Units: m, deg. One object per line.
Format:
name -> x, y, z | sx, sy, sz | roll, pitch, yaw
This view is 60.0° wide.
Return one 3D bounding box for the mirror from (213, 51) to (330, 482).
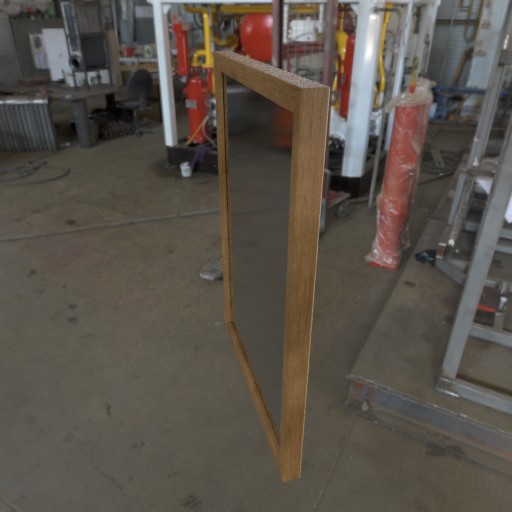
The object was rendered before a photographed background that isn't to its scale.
mirror -> 0.000, 0.000, 0.888 | 0.040, 0.710, 0.507 | -8, 30, -14
